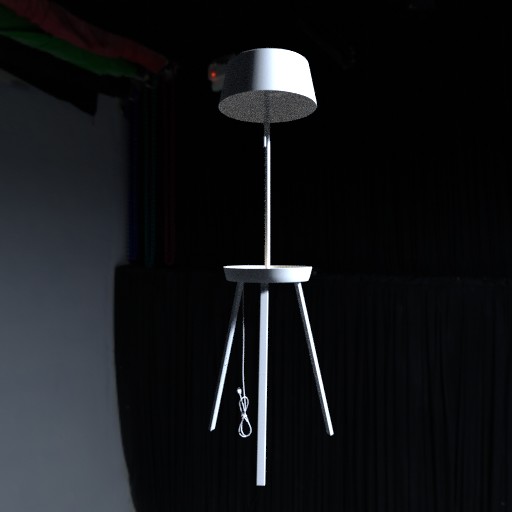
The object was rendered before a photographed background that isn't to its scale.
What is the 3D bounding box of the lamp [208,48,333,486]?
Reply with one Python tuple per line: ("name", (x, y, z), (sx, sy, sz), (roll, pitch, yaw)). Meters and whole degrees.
("lamp", (0.000, 0.000, 1.686), (0.468, 1.429, 0.508), (0, 0, 35))
